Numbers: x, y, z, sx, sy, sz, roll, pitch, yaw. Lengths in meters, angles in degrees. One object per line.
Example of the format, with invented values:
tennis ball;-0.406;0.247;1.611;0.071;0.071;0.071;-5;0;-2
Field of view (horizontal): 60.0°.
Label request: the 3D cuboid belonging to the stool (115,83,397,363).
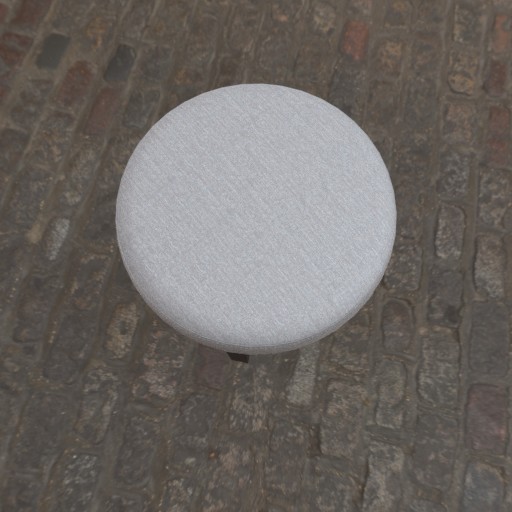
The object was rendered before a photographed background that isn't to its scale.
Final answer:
stool;0.000;0.000;0.969;0.443;0.672;0.443;0;75;0
